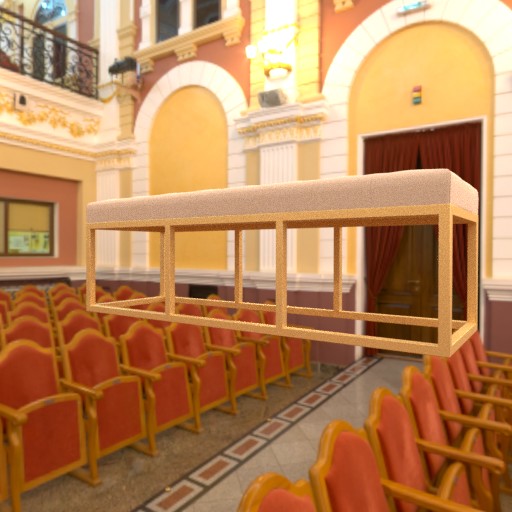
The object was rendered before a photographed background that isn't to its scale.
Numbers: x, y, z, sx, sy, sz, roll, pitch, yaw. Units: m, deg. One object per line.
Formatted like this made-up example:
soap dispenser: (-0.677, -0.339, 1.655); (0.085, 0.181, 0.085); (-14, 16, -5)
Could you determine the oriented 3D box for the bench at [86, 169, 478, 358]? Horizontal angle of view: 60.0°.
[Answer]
bench: (0.000, 0.000, 1.692); (1.473, 0.484, 0.457); (1, 1, 34)
